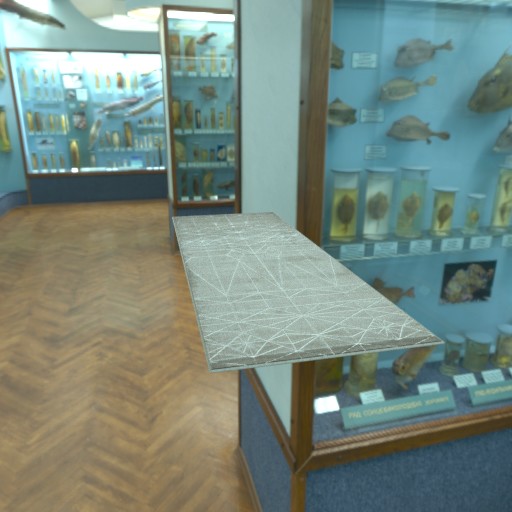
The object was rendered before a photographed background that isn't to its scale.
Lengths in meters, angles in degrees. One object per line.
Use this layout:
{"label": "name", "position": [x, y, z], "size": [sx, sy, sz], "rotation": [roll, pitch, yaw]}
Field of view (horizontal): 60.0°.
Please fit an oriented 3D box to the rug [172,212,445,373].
{"label": "rug", "position": [0.000, 0.000, 2.639], "size": [0.864, 0.012, 2.388], "rotation": [-4, 18, -12]}
